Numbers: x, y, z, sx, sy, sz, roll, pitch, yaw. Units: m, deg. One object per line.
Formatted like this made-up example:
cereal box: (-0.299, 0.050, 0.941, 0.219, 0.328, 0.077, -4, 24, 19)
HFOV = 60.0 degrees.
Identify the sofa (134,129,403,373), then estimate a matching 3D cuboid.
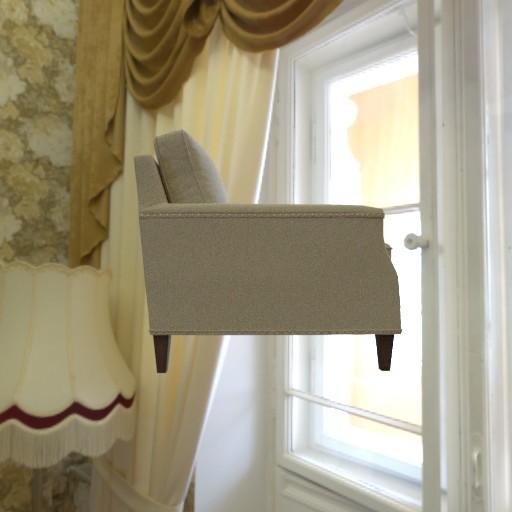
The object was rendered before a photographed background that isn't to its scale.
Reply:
sofa: (0.000, 0.000, 2.829, 1.084, 1.003, 2.246, 0, -2, -2)
